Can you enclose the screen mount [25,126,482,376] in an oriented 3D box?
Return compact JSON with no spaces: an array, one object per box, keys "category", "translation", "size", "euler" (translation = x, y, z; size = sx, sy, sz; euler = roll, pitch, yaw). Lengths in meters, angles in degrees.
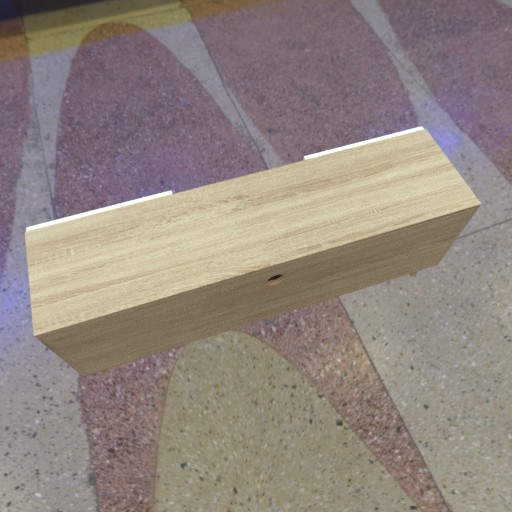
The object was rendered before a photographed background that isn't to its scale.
[{"category":"screen mount","translation":[0.000,0.000,1.751],"size":[1.500,0.570,0.420],"euler":[-16,61,-9]}]
